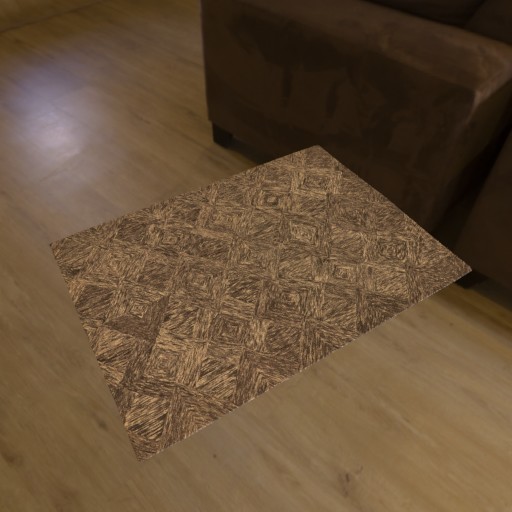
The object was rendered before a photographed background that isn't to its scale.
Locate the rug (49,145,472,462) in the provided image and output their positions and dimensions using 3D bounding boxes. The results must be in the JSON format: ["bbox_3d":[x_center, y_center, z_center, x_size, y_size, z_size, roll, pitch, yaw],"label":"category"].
[{"bbox_3d":[0.000,0.000,5.256,4.093,0.020,2.997,-24,52,-21],"label":"rug"}]
